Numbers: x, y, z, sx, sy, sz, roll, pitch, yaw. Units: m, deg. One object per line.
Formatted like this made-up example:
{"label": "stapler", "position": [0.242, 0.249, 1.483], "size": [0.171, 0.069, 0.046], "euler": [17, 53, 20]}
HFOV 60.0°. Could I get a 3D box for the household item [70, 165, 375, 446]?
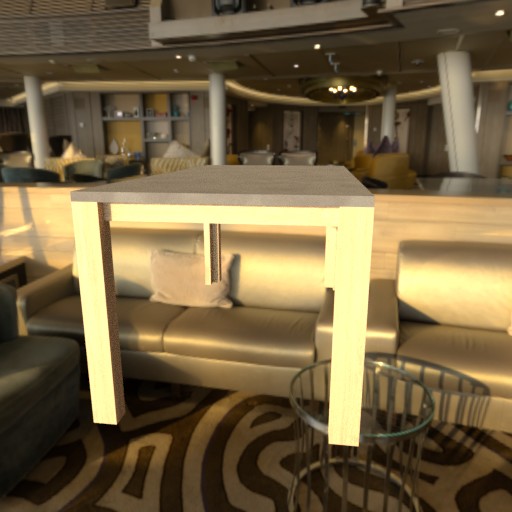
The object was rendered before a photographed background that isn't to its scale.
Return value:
{"label": "household item", "position": [0.000, 0.000, 2.072], "size": [0.850, 0.755, 1.600], "euler": [2, 14, 8]}
